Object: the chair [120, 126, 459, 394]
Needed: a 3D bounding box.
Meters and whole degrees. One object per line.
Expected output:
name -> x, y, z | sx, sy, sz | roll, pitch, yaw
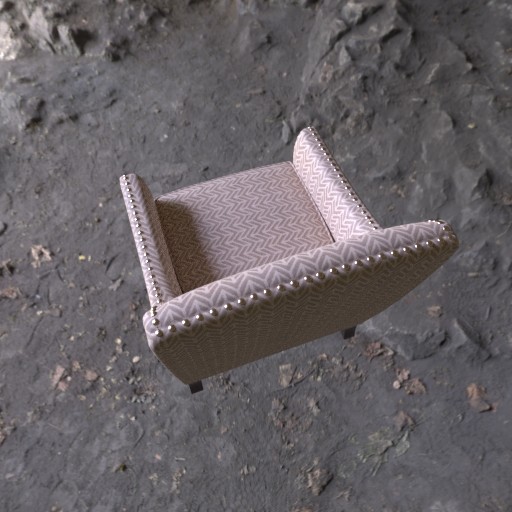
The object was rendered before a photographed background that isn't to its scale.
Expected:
chair -> 0.000, 0.000, 1.280 | 0.623, 0.816, 0.651 | -17, 60, -10
